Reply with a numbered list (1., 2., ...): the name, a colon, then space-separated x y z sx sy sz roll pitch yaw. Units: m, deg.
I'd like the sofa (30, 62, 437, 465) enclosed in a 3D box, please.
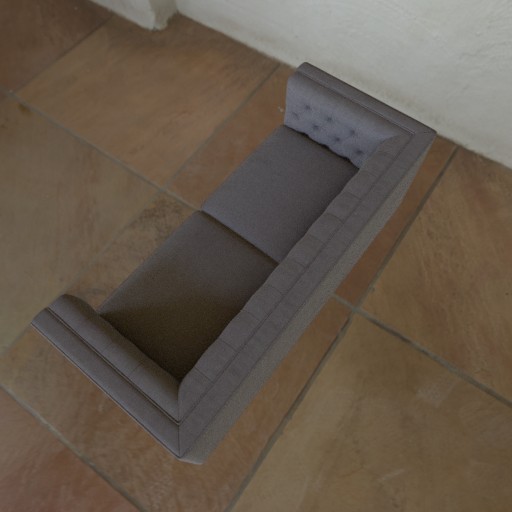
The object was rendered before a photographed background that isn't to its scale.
1. sofa: 0.000 0.000 2.192 0.775 0.762 1.778 35 69 16
